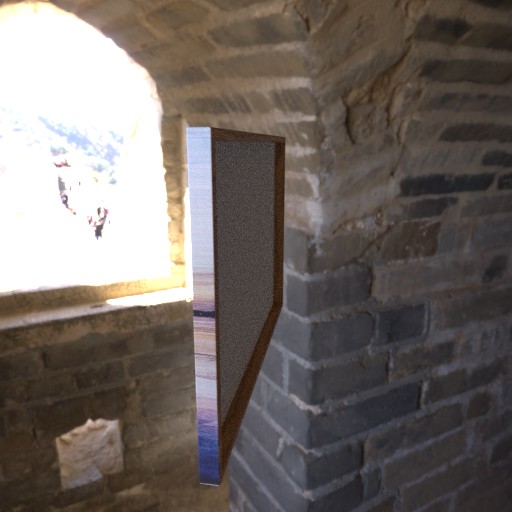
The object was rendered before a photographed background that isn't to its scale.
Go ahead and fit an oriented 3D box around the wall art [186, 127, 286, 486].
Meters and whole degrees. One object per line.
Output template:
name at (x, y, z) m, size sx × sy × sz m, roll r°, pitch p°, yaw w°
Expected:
wall art at (0.000, 0.000, 1.140) m, size 0.037 × 0.605 × 0.911 m, roll 3°, pitch 14°, yaw 10°
